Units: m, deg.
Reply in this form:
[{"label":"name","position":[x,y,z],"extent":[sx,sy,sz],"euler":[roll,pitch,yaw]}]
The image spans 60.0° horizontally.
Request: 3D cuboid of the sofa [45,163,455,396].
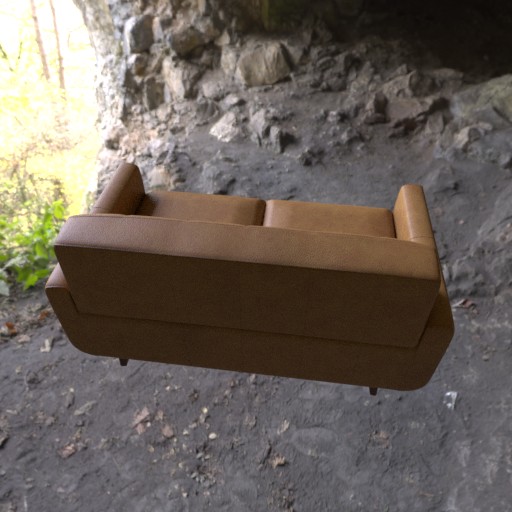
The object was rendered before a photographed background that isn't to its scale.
[{"label":"sofa","position":[0.000,0.000,2.184],"extent":[1.651,0.925,0.952],"euler":[5,46,5]}]
